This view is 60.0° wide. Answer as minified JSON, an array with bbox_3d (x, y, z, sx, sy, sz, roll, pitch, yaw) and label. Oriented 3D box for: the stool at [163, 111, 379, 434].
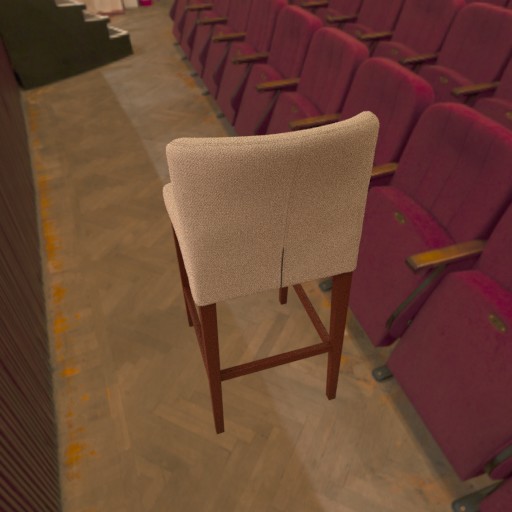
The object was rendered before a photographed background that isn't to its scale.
[{"bbox_3d":[0.000,0.000,1.381,0.481,1.069,0.568,-12,43,-13],"label":"stool"}]
